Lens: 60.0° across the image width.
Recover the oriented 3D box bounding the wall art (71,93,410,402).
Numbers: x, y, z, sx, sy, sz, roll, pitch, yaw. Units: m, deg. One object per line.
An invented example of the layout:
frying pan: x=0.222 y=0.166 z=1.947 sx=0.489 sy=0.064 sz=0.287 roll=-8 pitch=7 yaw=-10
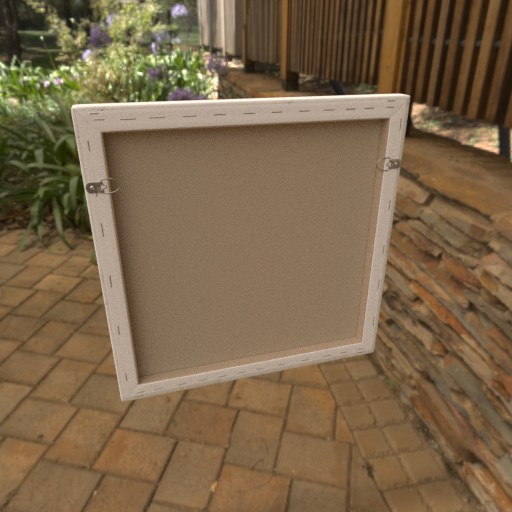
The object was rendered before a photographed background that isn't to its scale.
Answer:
wall art: x=0.000 y=0.000 z=1.137 sx=0.762 sy=0.762 sz=0.038 roll=-7 pitch=27 yaw=-15
